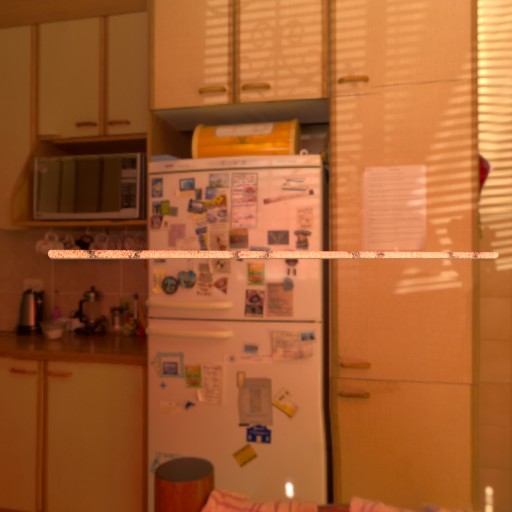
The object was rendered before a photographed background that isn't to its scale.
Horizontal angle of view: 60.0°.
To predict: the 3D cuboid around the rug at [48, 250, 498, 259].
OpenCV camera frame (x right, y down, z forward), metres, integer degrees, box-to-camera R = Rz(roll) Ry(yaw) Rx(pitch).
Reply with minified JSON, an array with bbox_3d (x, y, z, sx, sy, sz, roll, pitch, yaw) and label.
[{"bbox_3d":[0.000,0.000,2.031,1.600,0.025,1.200,0,0,-18],"label":"rug"}]
